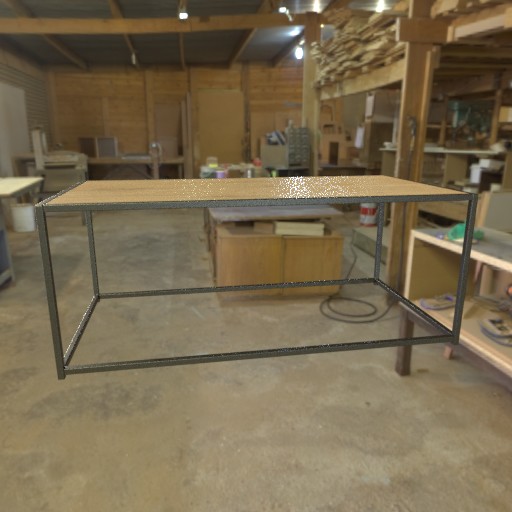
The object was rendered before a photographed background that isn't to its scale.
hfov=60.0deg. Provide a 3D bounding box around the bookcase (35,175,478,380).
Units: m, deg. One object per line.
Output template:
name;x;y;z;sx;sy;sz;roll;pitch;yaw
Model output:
bookcase;0.000;0.000;1.272;1.000;0.400;0.500;-3;16;-10
